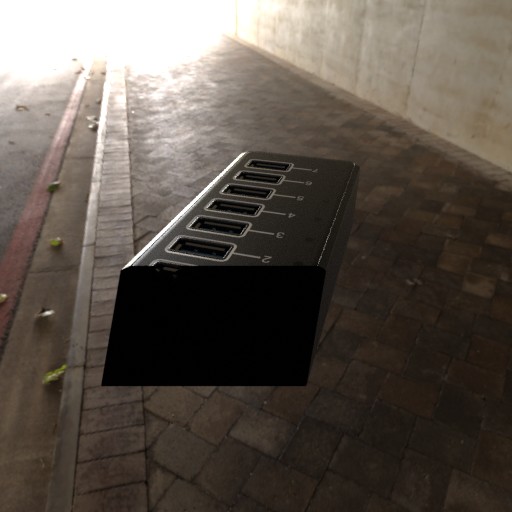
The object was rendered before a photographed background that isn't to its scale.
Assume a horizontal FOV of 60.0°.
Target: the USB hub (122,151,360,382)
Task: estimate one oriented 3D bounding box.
[{"bbox_3d":[0.000,0.000,0.125,0.044,0.023,0.110,10,33,15],"label":"USB hub"}]
